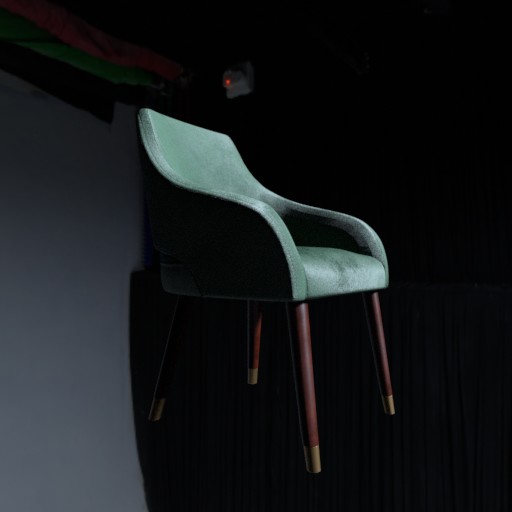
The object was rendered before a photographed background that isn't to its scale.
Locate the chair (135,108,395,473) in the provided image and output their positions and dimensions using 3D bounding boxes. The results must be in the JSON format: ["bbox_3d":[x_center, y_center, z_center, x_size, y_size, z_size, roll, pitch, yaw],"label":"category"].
[{"bbox_3d":[0.000,0.000,1.555,0.794,1.081,0.683,0,-1,37],"label":"chair"}]
